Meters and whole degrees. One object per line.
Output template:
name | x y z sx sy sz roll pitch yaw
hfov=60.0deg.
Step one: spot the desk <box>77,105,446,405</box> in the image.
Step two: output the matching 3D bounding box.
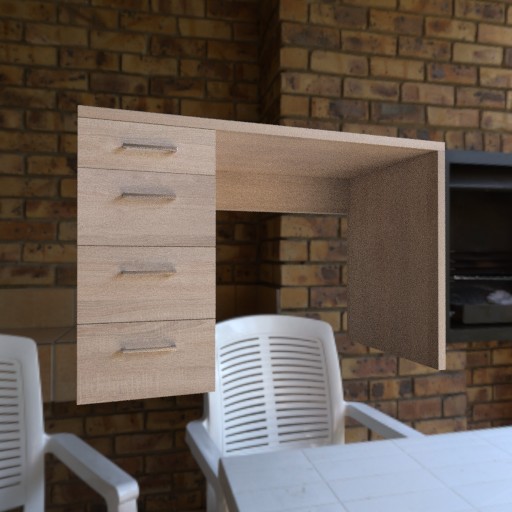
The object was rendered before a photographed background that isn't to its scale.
desk | 0.000 0.000 1.515 1.100 0.731 0.600 0 0 -18
